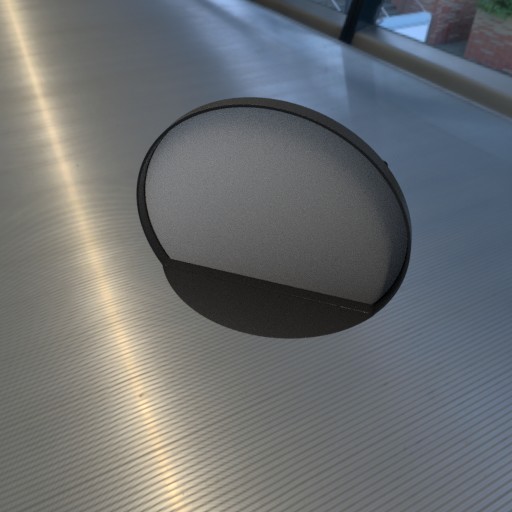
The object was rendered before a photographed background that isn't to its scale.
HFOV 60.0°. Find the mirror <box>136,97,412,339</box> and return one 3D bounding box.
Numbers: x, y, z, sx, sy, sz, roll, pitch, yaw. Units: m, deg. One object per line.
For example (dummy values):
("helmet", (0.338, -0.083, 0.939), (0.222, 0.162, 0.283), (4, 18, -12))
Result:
("mirror", (0.000, 0.000, 0.698), (0.457, 0.457, 0.133), (12, 43, 13))
